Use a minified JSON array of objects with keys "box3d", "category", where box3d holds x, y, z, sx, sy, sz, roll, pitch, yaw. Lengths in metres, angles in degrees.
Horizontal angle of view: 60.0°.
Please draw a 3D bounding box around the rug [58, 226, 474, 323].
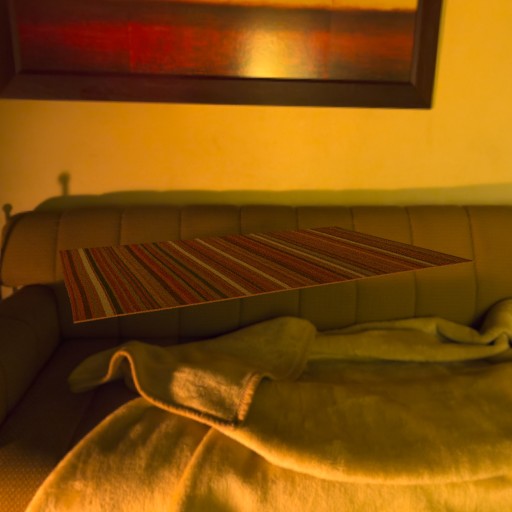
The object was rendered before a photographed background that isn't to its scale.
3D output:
[{"box3d":[0.000,0.000,3.047,2.438,0.008,1.523,-6,15,-25],"category":"rug"}]
